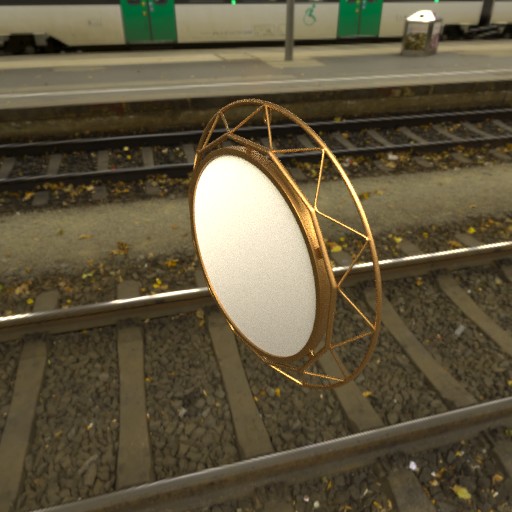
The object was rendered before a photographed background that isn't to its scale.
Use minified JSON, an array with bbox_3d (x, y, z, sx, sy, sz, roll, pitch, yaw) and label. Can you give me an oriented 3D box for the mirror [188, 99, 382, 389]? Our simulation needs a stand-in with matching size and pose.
[{"bbox_3d":[0.000,0.000,0.682,0.043,0.454,0.454,-21,37,-30],"label":"mirror"}]
